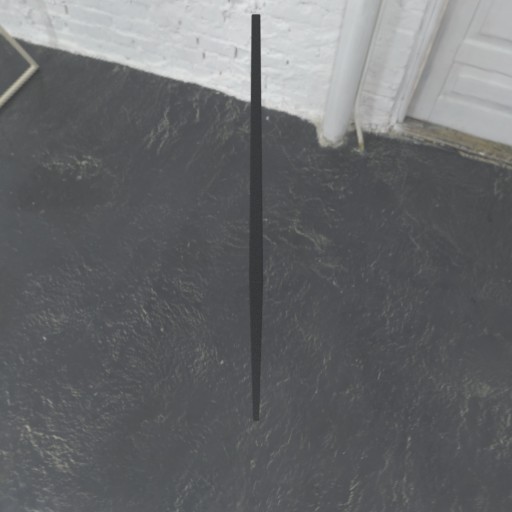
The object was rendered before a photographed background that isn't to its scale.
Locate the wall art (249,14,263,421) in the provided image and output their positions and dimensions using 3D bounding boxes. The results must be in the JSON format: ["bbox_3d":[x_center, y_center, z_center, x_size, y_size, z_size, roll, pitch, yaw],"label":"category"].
[{"bbox_3d":[0.000,0.000,0.672,0.012,0.529,0.374,0,58,0],"label":"wall art"}]
